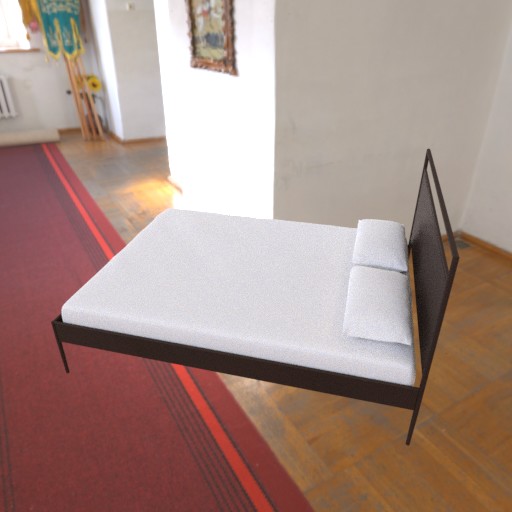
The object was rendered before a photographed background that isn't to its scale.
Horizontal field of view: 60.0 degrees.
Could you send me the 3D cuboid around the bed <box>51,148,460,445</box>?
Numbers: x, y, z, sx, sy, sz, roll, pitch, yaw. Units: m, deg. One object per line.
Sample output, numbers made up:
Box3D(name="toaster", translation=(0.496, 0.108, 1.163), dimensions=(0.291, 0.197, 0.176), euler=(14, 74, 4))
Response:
Box3D(name="bed", translation=(0.000, 0.000, 2.977), dimensions=(2.122, 1.173, 1.572), euler=(7, 31, 13))
